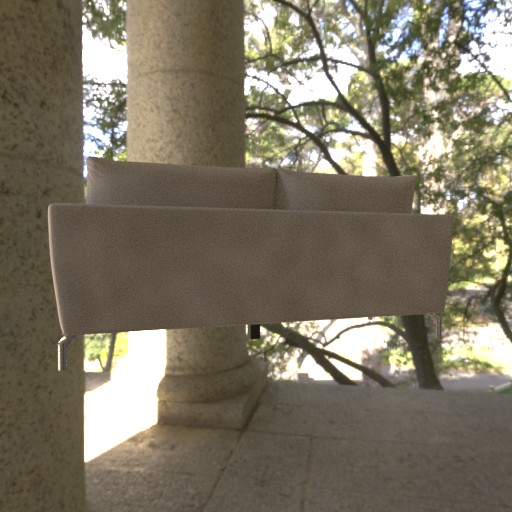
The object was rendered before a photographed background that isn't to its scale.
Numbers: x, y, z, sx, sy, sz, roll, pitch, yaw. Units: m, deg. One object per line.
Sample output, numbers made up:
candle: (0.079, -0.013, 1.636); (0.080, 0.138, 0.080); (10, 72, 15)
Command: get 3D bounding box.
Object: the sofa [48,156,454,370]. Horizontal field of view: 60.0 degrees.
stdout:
sofa: (0.000, 0.000, 2.683); (2.214, 1.005, 0.868); (0, 1, -19)
